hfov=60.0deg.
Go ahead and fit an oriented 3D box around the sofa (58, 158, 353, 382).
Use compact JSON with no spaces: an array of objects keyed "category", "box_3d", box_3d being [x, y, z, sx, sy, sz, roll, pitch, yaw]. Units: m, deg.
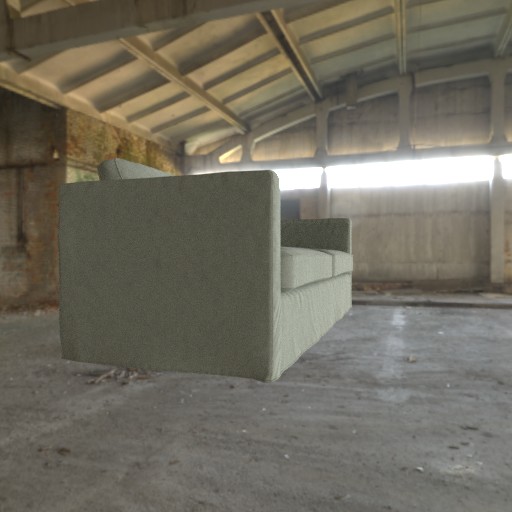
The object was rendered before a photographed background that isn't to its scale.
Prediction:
[{"category":"sofa","box_3d":[0.000,0.000,2.732,0.962,0.853,2.312,0,0,19]}]
